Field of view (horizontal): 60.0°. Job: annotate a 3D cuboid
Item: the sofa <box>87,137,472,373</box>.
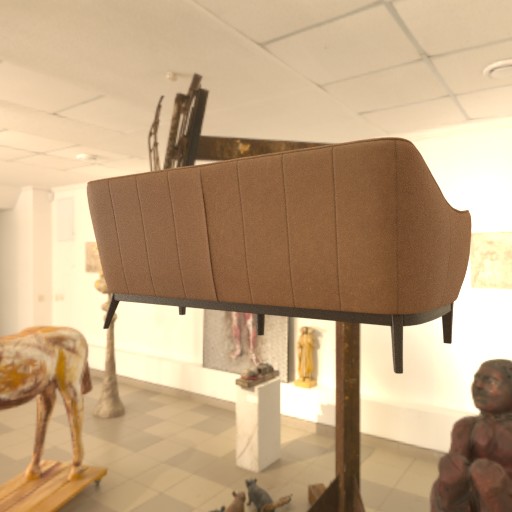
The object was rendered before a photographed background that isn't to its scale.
[{"bbox_3d":[0.000,0.000,2.297,1.928,0.830,0.869,0,0,34],"label":"sofa"}]
